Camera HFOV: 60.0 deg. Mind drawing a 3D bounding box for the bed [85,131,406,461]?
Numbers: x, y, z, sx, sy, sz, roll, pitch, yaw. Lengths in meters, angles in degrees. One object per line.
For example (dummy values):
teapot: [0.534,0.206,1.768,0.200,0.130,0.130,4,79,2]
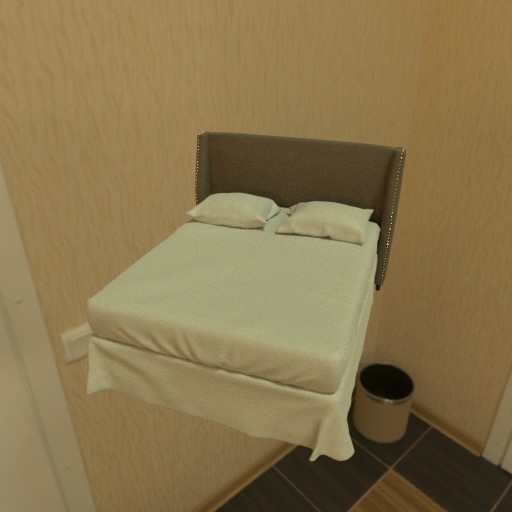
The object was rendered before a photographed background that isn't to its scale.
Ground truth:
bed: [0.000,0.000,3.403,1.925,1.332,2.276,9,29,17]
